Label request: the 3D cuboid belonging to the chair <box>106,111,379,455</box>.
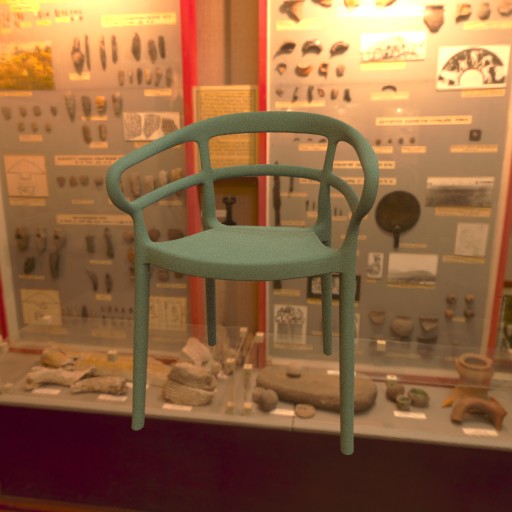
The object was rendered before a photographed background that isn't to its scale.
[{"bbox_3d":[0.000,0.000,1.159,0.559,0.761,0.527,2,14,10],"label":"chair"}]
